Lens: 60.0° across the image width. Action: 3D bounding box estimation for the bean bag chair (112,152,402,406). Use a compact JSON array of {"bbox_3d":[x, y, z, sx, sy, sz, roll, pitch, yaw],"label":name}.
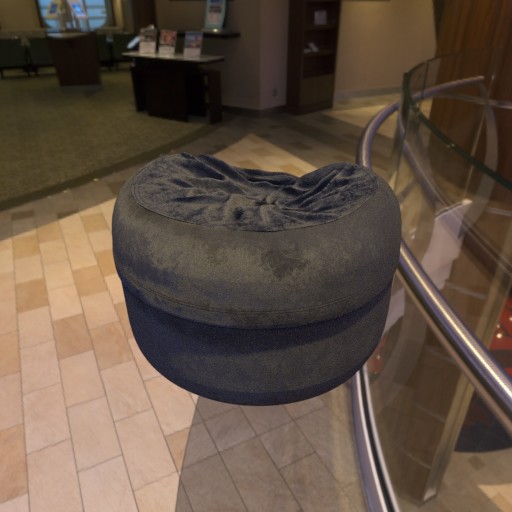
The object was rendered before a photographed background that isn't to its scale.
[{"bbox_3d":[0.000,0.000,1.512,0.918,0.605,0.918,0,30,0],"label":"bean bag chair"}]
